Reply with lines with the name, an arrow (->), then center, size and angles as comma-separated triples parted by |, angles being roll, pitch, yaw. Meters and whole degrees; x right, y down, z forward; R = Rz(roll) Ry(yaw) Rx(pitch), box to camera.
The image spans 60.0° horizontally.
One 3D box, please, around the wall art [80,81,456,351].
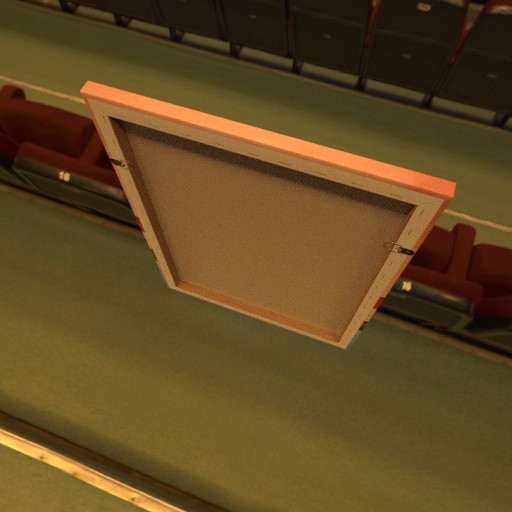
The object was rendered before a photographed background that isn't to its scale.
wall art -> 0.000, 0.000, 1.308 | 0.761, 1.016, 0.039 | 18, 64, 9
